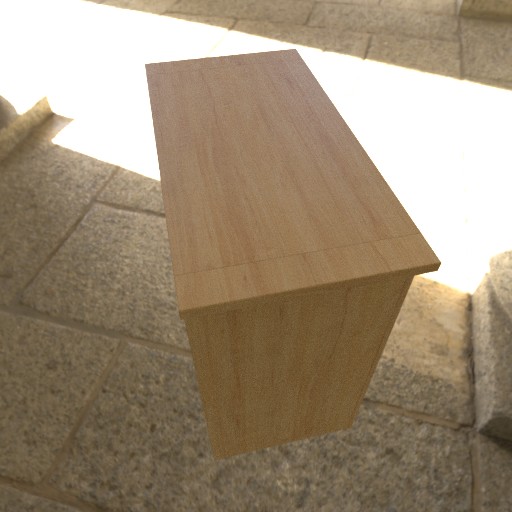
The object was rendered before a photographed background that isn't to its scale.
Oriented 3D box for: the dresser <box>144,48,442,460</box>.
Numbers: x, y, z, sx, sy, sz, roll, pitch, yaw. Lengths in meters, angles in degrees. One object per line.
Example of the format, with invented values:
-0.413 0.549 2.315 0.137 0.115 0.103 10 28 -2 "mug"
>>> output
0.000 0.000 1.190 0.410 0.730 0.800 -10 49 -9 "dresser"
